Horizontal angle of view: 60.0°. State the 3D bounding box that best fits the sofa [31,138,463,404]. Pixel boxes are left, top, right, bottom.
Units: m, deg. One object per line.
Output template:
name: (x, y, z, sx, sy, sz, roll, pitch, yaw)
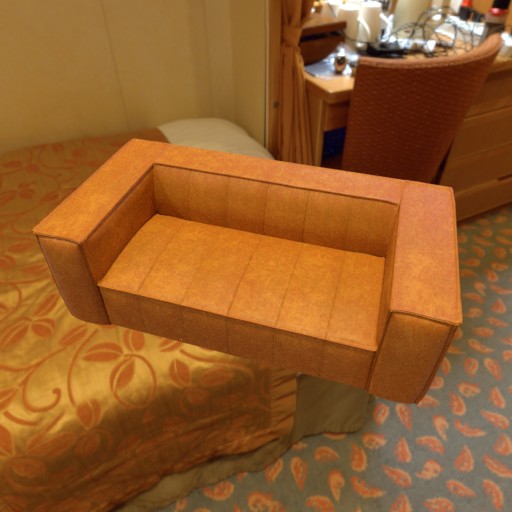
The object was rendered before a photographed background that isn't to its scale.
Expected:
sofa: (0.000, 0.000, 2.589, 2.088, 0.703, 1.102, 11, 43, 12)
